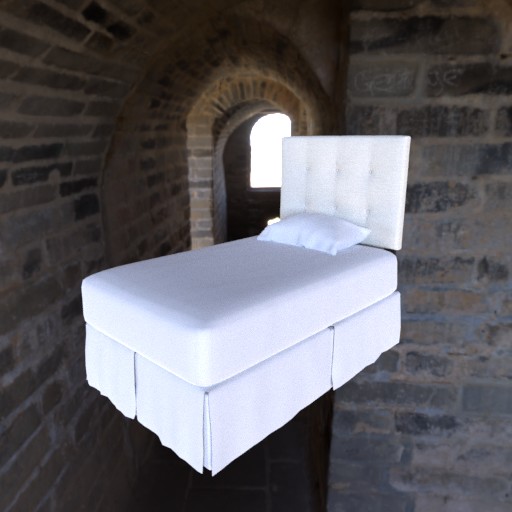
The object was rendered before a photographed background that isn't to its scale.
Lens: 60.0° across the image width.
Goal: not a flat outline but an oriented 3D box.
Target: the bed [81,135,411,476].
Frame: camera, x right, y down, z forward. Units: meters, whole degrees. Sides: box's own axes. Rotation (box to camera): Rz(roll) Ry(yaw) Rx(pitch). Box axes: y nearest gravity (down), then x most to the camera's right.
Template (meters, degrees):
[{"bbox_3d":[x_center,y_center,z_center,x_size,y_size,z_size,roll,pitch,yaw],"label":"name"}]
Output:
[{"bbox_3d":[0.000,0.000,2.974,1.261,1.571,1.997,13,20,42],"label":"bed"}]
